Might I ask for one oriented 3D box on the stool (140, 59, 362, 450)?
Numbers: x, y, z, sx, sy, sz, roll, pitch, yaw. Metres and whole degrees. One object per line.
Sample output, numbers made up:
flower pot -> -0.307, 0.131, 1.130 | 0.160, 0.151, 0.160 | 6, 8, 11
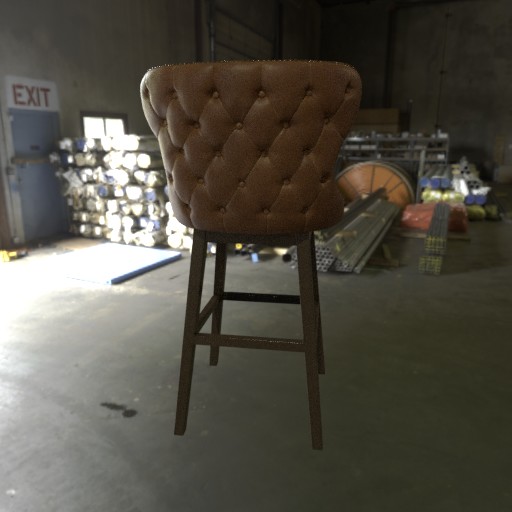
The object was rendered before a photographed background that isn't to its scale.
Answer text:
stool -> 0.000, 0.000, 1.428 | 0.591, 1.087, 0.606 | 2, 15, 9
